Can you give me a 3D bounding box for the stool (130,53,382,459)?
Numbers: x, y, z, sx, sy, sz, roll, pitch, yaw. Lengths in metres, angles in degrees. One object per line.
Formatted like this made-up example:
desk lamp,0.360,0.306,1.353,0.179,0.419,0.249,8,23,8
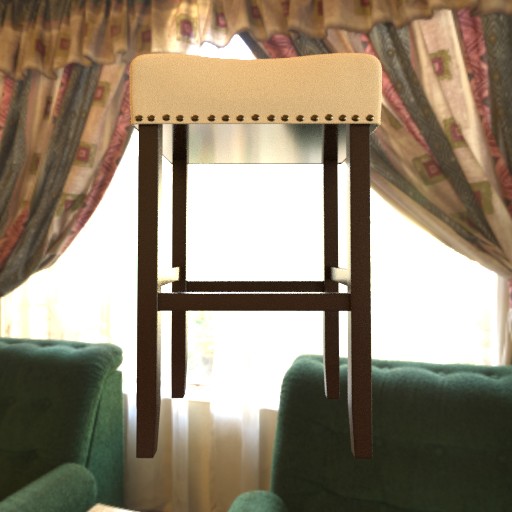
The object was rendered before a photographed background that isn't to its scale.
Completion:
stool,0.000,0.000,1.015,0.471,0.762,0.401,0,1,0
